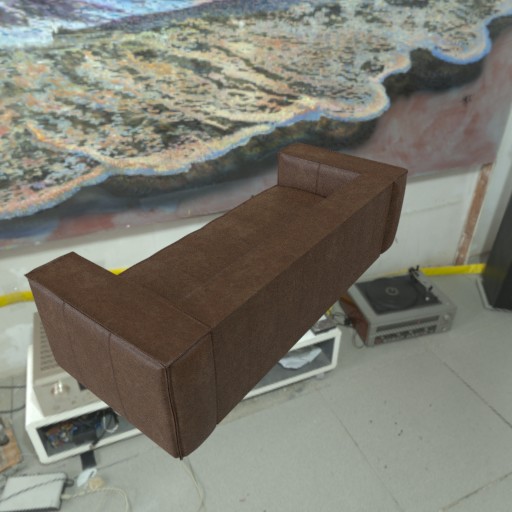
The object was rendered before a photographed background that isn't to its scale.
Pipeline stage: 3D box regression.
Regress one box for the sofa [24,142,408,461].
[{"bbox_3d":[0.000,0.000,3.009,1.102,0.701,2.581,23,39,30],"label":"sofa"}]
